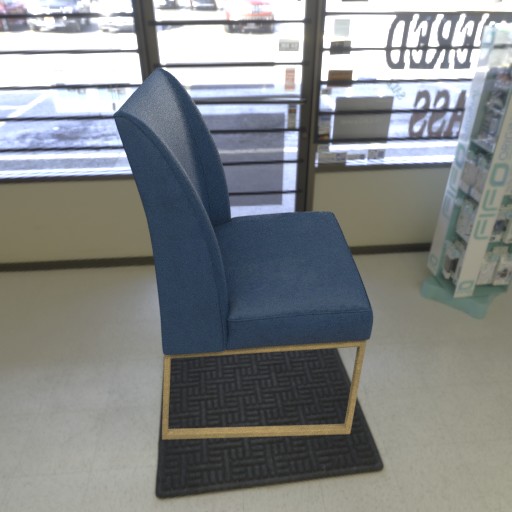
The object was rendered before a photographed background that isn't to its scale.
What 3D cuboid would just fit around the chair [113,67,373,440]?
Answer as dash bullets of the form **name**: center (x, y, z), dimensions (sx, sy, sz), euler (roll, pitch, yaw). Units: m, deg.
- **chair**: center (0.000, 0.000, 1.173), dimensions (0.522, 0.863, 0.508), euler (-1, 32, -2)
